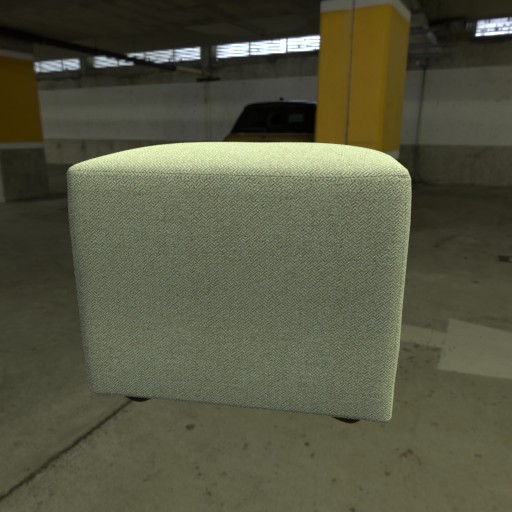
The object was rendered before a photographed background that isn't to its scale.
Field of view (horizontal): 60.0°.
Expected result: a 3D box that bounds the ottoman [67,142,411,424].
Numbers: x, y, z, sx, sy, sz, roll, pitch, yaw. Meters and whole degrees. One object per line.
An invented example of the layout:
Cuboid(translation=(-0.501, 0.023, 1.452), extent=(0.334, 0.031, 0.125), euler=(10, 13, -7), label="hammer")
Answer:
Cuboid(translation=(0.000, 0.000, 0.912), extent=(0.521, 0.453, 0.512), euler=(3, 16, 9), label="ottoman")
